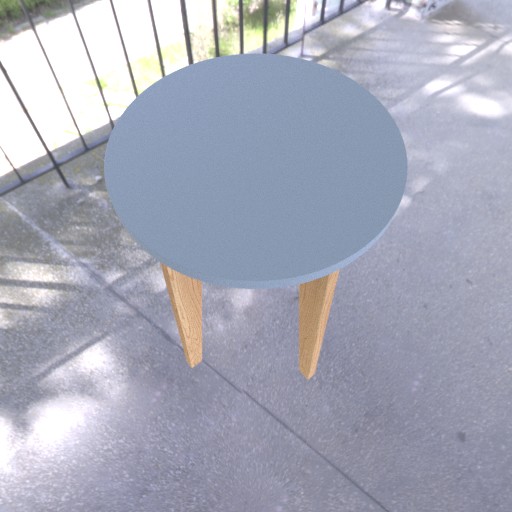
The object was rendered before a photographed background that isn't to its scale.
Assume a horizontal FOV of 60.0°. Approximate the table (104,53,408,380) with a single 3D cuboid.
[{"bbox_3d":[0.000,0.000,0.734,0.350,0.500,0.350,0,60,0],"label":"table"}]
